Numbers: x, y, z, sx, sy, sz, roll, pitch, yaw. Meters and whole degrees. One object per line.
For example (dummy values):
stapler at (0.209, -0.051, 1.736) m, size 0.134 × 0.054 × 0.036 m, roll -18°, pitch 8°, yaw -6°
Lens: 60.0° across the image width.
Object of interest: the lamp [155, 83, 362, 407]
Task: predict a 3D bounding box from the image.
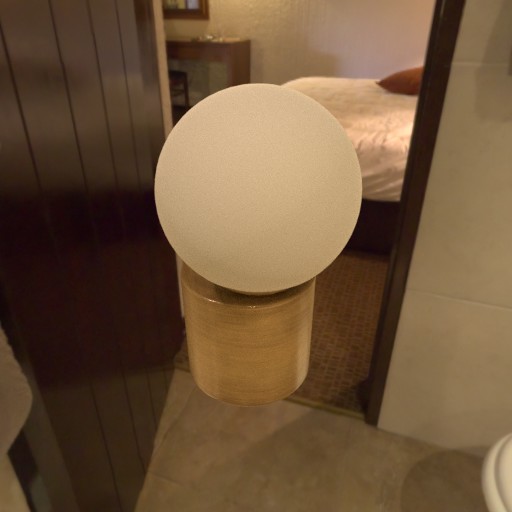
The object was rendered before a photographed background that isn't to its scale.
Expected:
lamp at (0.000, 0.000, 0.341) m, size 0.141 × 0.250 × 0.152 m, roll -9°, pitch 31°, yaw -15°
